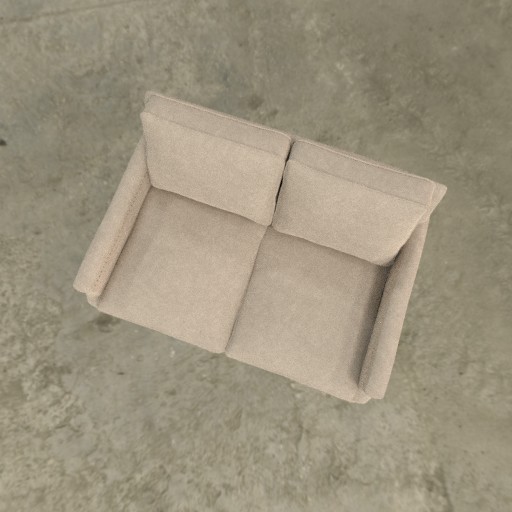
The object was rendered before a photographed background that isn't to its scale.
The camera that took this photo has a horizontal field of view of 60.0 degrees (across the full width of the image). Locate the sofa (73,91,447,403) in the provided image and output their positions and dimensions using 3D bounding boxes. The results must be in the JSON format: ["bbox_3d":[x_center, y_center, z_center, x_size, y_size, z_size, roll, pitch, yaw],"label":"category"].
[{"bbox_3d":[0.000,0.000,2.326,1.597,1.002,1.084,19,78,4],"label":"sofa"}]
